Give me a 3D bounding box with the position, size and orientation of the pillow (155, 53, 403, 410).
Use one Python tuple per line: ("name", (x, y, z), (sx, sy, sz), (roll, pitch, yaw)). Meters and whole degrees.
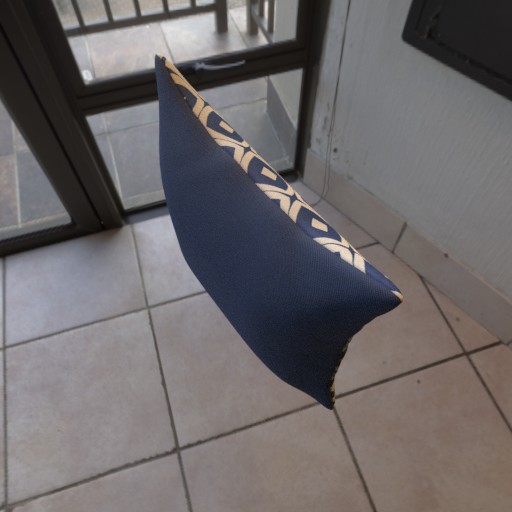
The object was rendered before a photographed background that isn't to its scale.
("pillow", (0.000, 0.000, 0.764), (0.188, 0.494, 0.504), (-32, 64, -18))
